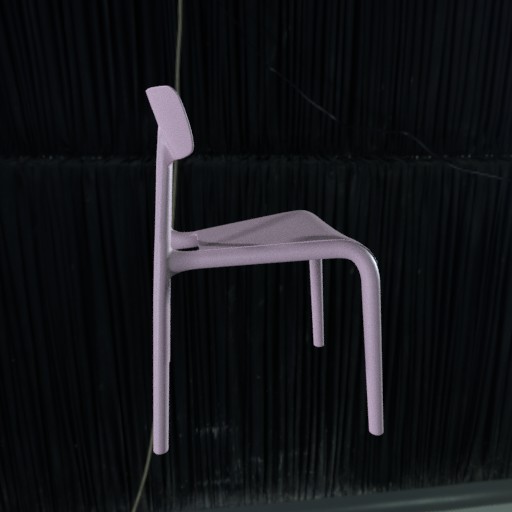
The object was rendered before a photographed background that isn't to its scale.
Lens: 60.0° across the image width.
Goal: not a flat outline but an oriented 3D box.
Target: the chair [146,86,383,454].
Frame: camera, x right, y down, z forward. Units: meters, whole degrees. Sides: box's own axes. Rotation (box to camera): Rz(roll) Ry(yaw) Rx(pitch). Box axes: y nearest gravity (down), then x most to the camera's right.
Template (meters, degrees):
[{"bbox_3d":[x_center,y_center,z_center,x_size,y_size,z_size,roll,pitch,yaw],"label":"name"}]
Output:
[{"bbox_3d":[0.000,0.000,0.836,0.401,0.580,0.356,-3,16,-10],"label":"chair"}]
